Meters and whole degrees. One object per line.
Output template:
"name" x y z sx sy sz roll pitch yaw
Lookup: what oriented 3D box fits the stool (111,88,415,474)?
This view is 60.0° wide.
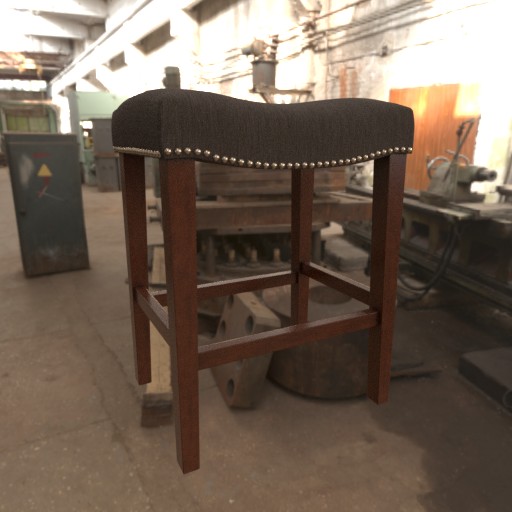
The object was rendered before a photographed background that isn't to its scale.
"stool" 0.000 0.000 0.957 0.504 0.654 0.372 -8 17 -27
